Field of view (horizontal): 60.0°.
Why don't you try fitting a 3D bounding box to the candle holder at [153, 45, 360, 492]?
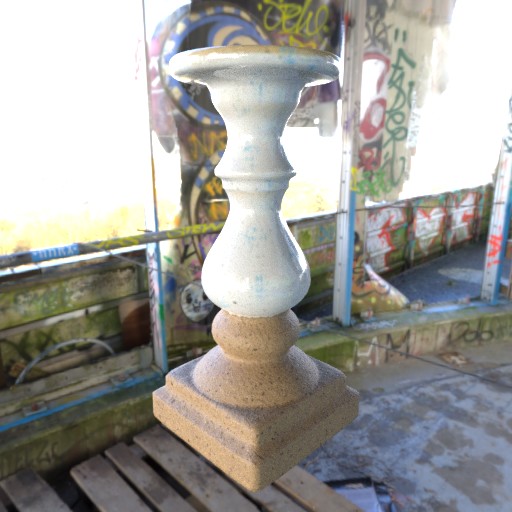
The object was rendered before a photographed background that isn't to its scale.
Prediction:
[{"bbox_3d":[0.000,0.000,0.293,0.110,0.239,0.110,-14,20,-43],"label":"candle holder"}]
